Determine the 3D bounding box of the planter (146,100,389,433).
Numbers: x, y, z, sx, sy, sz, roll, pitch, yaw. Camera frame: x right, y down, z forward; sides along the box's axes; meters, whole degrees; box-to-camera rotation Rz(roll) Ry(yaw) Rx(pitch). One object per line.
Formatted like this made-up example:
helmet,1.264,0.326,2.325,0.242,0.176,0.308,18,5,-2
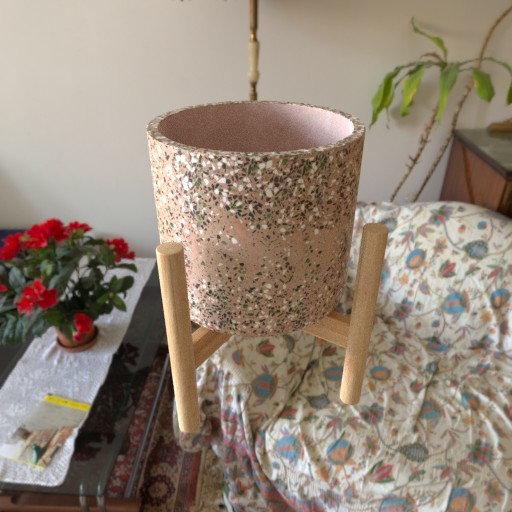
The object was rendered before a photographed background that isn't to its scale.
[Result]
planter,0.000,0.000,0.540,0.284,0.320,0.284,-19,35,-29
